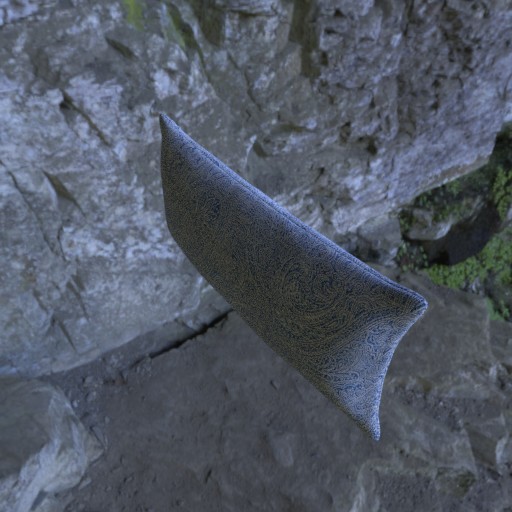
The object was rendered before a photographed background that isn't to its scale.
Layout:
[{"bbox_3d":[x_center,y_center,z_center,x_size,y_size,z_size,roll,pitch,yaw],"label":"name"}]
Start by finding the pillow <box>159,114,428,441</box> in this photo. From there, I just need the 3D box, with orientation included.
[{"bbox_3d":[0.000,0.000,0.749,0.151,0.295,0.615,-25,46,-27],"label":"pillow"}]
